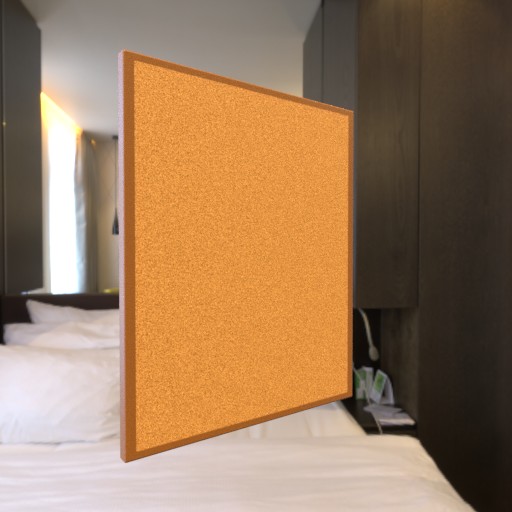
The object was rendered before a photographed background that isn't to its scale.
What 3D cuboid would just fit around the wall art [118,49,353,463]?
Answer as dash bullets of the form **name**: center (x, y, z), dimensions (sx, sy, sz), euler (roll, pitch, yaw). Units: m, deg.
- **wall art**: center (0.000, 0.000, 0.502), dimensions (0.310, 0.379, 0.015), euler (-1, 1, -36)
